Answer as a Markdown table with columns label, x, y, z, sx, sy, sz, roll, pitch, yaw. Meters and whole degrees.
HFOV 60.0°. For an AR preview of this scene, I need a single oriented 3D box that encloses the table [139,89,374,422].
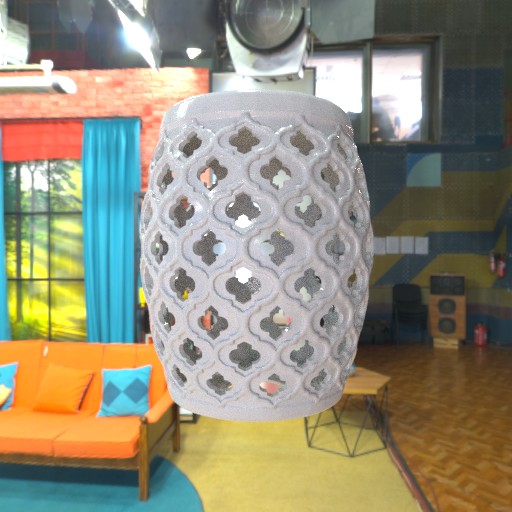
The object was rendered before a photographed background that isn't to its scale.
| label | x | y | z | sx | sy | sz | roll | pitch | yaw |
| --- | --- | --- | --- | --- | --- | --- | --- | --- | --- |
| table | 0.000 | 0.000 | 0.636 | 0.325 | 0.388 | 0.325 | 0 | 1 | 0 |
